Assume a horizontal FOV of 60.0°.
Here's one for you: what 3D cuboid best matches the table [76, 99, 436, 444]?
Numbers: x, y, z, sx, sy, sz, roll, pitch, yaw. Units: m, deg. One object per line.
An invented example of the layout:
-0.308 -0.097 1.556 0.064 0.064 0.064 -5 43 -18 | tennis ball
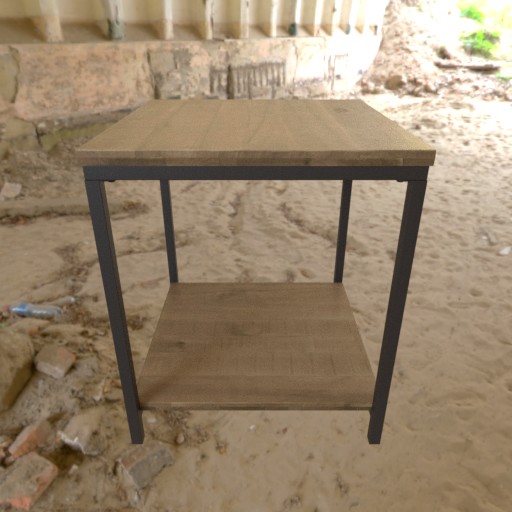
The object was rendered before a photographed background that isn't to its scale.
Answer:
0.000 0.000 0.976 0.503 0.589 0.507 0 27 0 | table
